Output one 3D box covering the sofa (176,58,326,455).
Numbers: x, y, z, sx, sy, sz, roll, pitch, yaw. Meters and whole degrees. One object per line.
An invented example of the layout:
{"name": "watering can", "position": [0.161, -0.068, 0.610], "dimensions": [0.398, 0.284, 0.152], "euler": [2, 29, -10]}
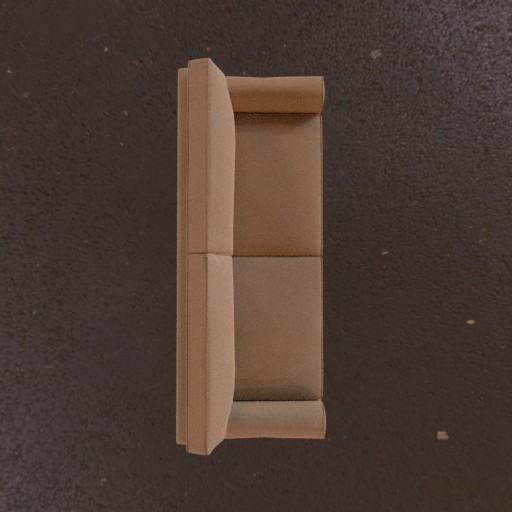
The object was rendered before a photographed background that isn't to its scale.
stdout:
{"name": "sofa", "position": [0.000, 0.000, 2.789], "dimensions": [0.900, 1.014, 2.246], "euler": [0, 89, -1]}
